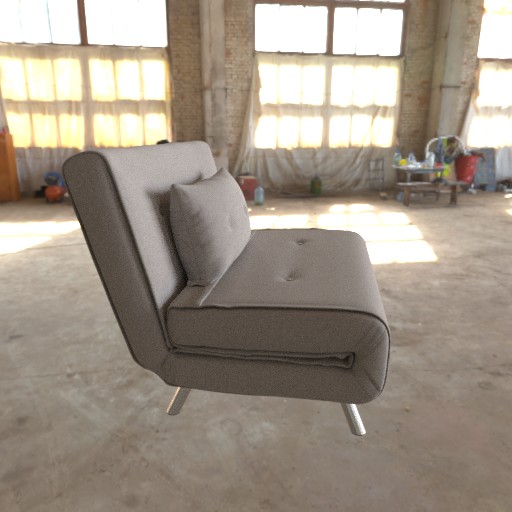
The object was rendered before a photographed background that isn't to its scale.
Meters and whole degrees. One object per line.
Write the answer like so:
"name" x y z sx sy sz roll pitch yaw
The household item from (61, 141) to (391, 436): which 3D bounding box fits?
"household item" 0.000 0.000 1.639 0.874 0.800 1.000 3 16 9
